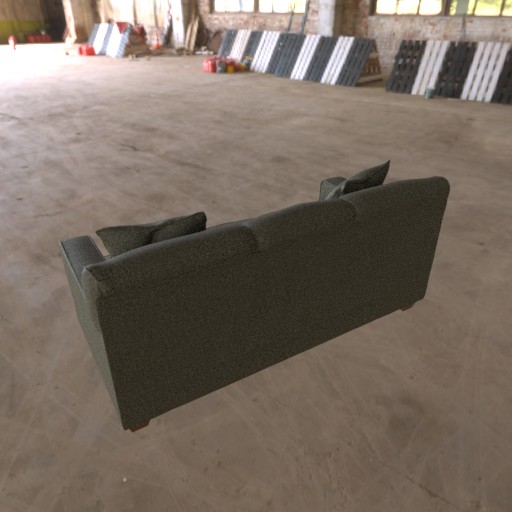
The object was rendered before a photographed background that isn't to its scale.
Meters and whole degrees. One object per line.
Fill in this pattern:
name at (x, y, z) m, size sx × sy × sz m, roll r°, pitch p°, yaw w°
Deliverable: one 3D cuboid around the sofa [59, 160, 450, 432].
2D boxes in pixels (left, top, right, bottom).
sofa at (0.000, 0.000, 2.621) m, size 2.024 × 0.958 × 0.997 m, roll -17°, pitch 34°, yaw -27°
